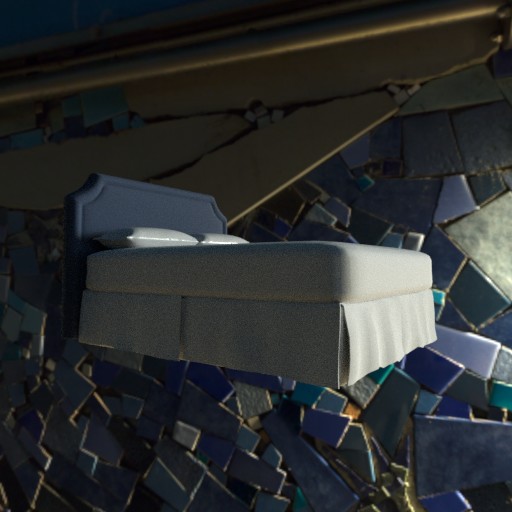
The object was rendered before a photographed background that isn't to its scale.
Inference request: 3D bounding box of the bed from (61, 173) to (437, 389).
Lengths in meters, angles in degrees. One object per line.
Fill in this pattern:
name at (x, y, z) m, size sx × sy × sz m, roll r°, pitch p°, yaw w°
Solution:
bed at (0.000, 0.000, 3.367) m, size 2.260 × 1.297 × 1.831 m, roll -1°, pitch -2°, yaw 35°
